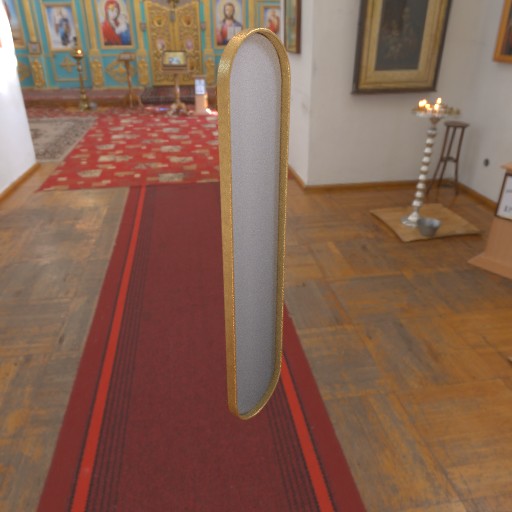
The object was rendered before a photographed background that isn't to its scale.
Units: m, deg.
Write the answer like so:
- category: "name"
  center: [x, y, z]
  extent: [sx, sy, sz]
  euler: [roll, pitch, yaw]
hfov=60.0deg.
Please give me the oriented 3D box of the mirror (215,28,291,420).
- category: "mirror"
  center: [0.000, 0.000, 1.084]
  extent: [0.032, 0.991, 0.222]
  euler: [17, 31, 32]
